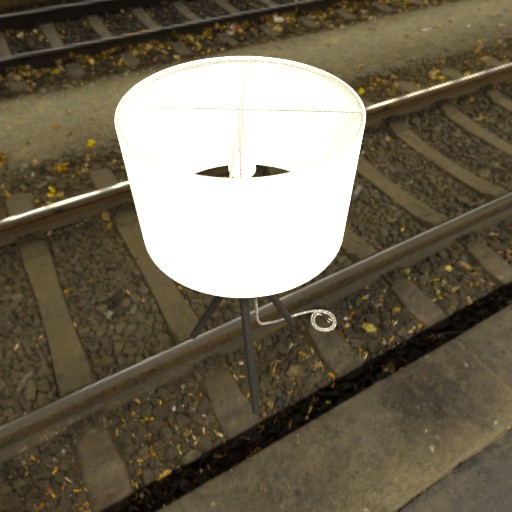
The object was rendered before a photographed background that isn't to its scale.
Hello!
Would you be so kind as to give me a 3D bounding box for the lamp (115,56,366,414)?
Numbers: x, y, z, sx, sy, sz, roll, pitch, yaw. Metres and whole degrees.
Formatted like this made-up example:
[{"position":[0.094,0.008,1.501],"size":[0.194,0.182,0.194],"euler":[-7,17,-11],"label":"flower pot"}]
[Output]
[{"position":[0.000,0.000,0.896],"size":[0.353,0.674,0.422],"euler":[30,53,26],"label":"lamp"}]
